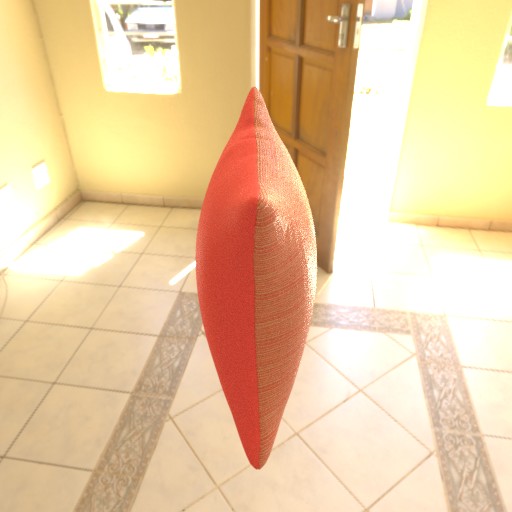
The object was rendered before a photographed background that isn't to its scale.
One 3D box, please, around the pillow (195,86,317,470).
[{"bbox_3d":[0.000,0.000,0.842,0.229,0.501,0.559,0,33,-1],"label":"pillow"}]
